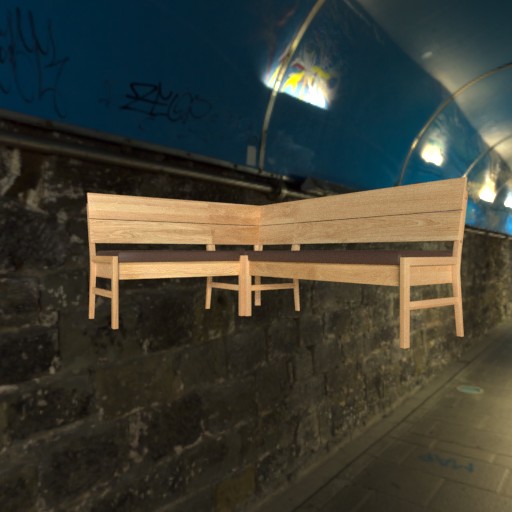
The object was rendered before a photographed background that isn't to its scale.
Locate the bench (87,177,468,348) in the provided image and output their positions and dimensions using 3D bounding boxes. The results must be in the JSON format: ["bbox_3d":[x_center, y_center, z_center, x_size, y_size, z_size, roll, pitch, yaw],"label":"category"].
[{"bbox_3d":[0.000,0.000,2.832,1.549,0.890,1.975,0,1,-37],"label":"bench"}]
